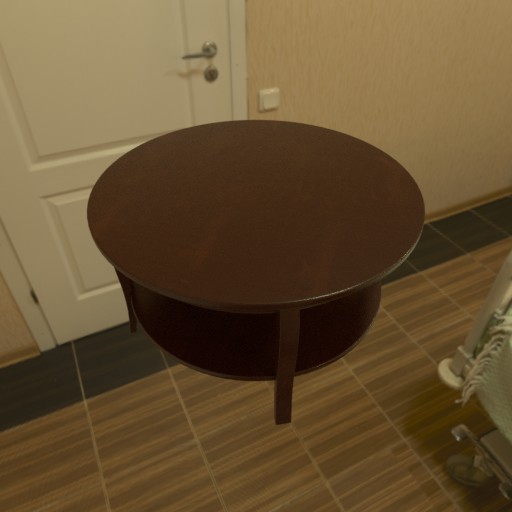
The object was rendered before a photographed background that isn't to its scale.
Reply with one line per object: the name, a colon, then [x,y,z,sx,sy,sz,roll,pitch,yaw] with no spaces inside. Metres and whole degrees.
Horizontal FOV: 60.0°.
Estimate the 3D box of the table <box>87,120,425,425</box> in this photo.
table: [0.000,0.000,1.405,0.911,0.512,0.911,0,40,0]
